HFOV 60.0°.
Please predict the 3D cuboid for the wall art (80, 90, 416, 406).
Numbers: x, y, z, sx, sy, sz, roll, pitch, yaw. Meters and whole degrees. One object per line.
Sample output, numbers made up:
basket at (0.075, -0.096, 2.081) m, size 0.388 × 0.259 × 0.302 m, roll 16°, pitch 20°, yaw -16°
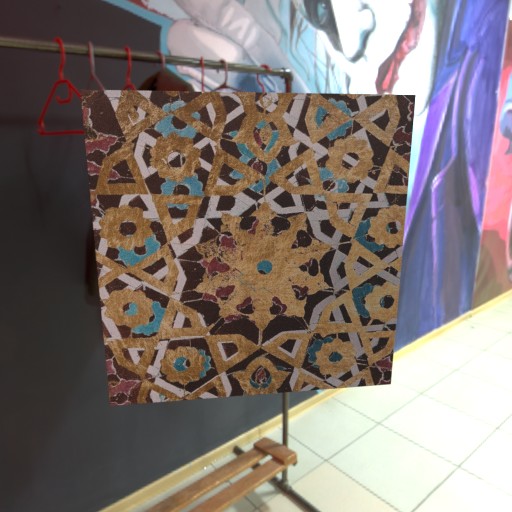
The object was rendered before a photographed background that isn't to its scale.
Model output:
wall art at (0.000, 0.000, 0.585) m, size 0.404 × 0.406 × 0.010 m, roll -2°, pitch 15°, yaw -8°
